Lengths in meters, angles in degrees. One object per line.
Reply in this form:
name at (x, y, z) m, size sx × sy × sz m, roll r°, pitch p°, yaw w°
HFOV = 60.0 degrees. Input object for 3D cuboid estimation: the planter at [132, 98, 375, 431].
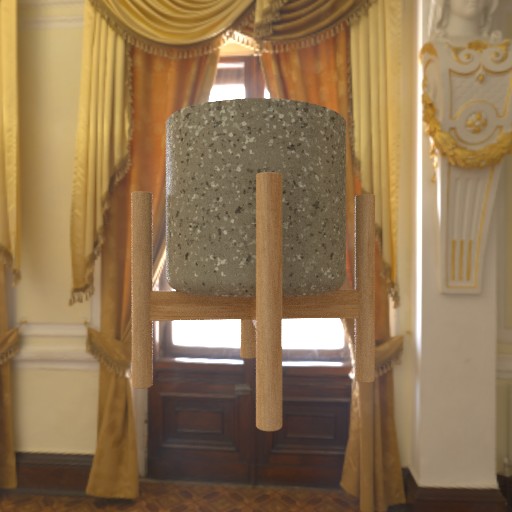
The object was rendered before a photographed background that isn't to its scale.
planter at (0.000, 0.000, 0.558) m, size 0.284 × 0.320 × 0.284 m, roll 0°, pitch 0°, yaw 17°
